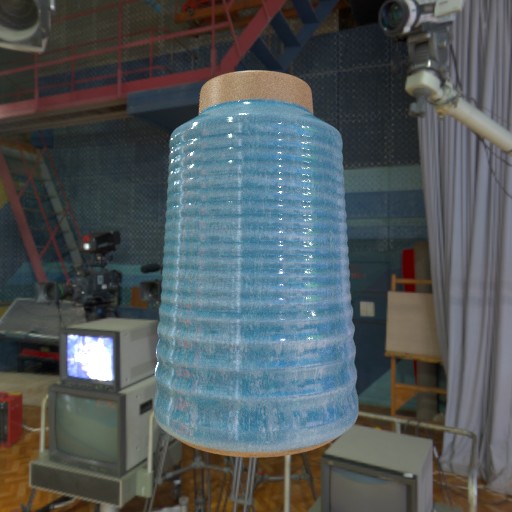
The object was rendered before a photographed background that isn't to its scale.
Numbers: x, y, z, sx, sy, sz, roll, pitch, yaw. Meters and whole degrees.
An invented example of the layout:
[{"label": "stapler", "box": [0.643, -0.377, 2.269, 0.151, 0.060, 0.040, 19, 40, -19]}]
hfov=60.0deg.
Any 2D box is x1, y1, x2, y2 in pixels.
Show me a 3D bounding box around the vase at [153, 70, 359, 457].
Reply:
[{"label": "vase", "box": [0.000, 0.000, 0.362, 0.163, 0.267, 0.163, 0, 0, 0]}]
